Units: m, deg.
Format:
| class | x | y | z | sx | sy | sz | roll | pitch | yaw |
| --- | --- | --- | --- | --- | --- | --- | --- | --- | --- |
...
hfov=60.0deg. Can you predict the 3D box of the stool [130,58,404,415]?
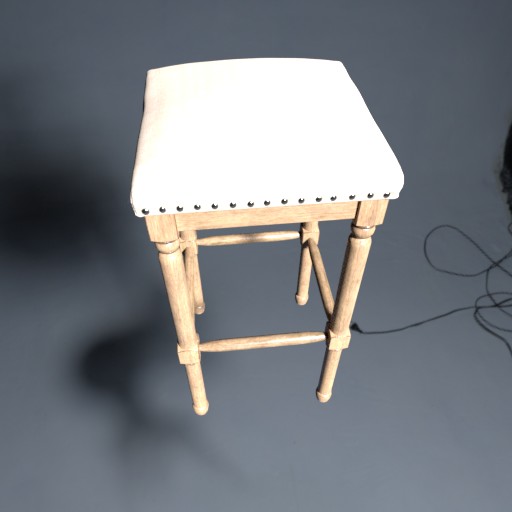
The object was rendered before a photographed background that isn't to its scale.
| class | x | y | z | sx | sy | sz | roll | pitch | yaw |
| --- | --- | --- | --- | --- | --- | --- | --- | --- | --- |
| stool | 0.000 | 0.000 | 0.971 | 0.383 | 0.768 | 0.382 | -4 | 47 | -4 |
